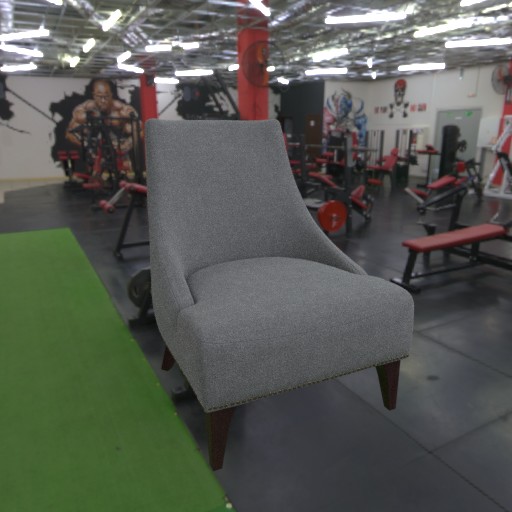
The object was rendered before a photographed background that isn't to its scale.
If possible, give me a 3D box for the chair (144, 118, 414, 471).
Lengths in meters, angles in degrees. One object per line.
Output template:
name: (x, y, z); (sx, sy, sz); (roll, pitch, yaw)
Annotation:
chair: (0.000, 0.000, 1.523); (0.701, 0.909, 0.861); (-8, 18, -25)
